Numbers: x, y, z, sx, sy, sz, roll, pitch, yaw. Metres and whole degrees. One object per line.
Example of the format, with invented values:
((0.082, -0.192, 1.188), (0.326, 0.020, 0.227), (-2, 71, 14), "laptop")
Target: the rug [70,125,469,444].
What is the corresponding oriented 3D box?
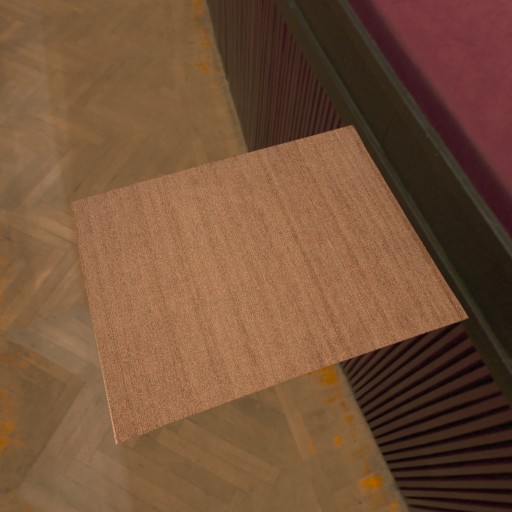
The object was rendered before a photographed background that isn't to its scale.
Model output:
((0.000, 0.000, 5.023), (3.778, 0.053, 2.873), (-17, 64, -9), "rug")
